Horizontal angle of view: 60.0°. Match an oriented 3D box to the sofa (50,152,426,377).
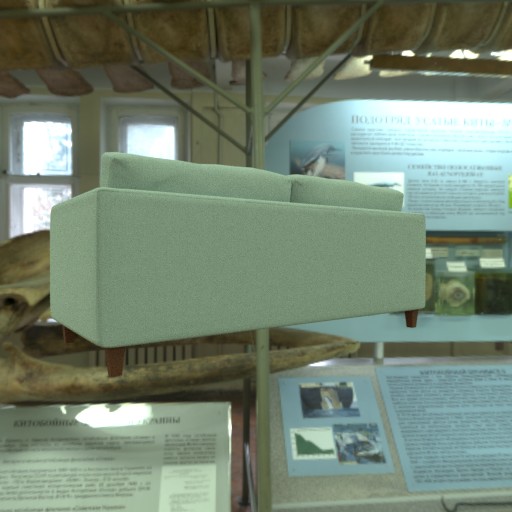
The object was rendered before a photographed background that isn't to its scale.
[{"bbox_3d":[0.000,0.000,2.743,2.208,0.965,0.951,0,1,-35],"label":"sofa"}]
